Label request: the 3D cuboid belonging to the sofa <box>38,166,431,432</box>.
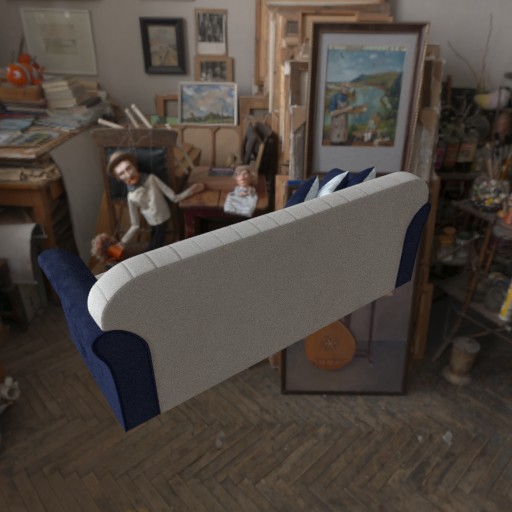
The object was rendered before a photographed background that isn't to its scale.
[{"bbox_3d":[0.000,0.000,2.416,2.006,0.789,0.749,-21,36,-31],"label":"sofa"}]
